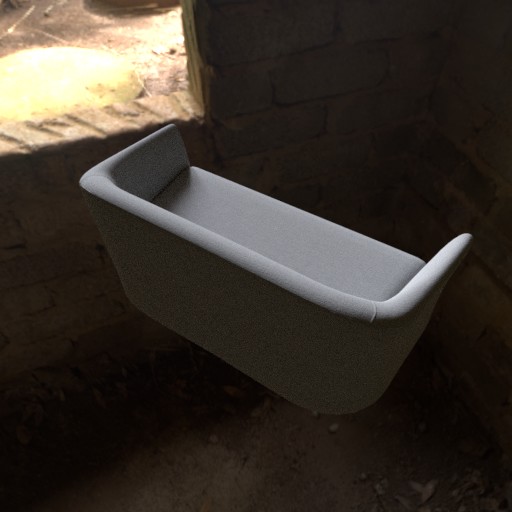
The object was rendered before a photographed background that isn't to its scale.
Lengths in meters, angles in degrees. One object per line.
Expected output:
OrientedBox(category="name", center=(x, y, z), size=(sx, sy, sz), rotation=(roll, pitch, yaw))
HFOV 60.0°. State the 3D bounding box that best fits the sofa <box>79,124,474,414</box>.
OrientedBox(category="sofa", center=(0.000, 0.000, 1.837), size=(1.452, 0.721, 0.705), rotation=(25, 51, 22))
